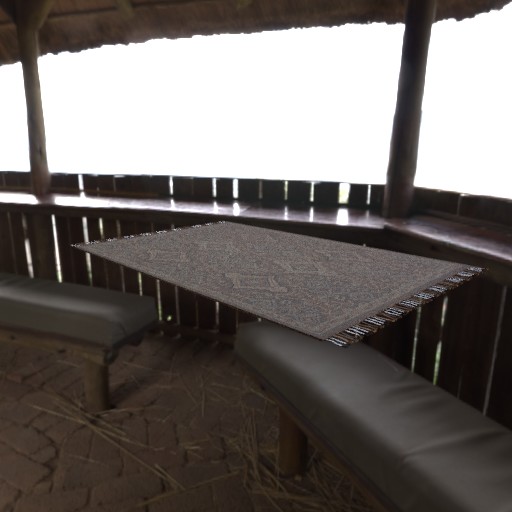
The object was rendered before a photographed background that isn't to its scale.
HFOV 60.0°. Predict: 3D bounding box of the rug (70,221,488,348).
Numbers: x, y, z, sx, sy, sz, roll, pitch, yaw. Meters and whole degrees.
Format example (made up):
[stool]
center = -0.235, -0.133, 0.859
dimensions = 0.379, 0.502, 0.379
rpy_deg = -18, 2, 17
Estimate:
[rug]
center = 0.000, 0.000, 2.979
dimensions = 1.516, 0.010, 2.434
rpy_deg = -14, 20, -43
